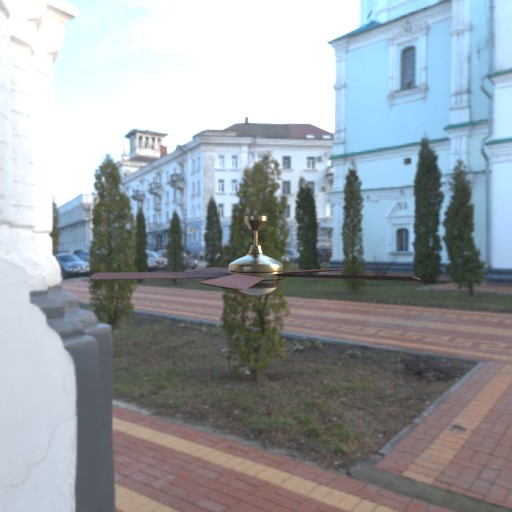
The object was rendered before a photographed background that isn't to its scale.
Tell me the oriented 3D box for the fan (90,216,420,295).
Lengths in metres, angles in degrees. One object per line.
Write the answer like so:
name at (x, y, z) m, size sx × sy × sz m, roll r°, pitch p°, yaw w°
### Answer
fan at (0.000, 0.000, 2.013) m, size 1.321 × 0.356 × 1.321 m, roll 0°, pitch 1°, yaw -37°
